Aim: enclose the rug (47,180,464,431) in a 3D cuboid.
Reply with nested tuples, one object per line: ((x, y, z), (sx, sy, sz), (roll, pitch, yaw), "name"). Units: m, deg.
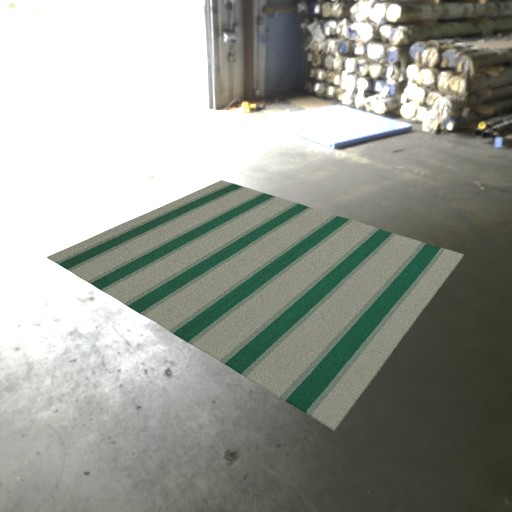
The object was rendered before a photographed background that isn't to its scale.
((0.000, 0.000, 4.122), (3.041, 0.019, 2.434), (22, 38, 32), "rug")
